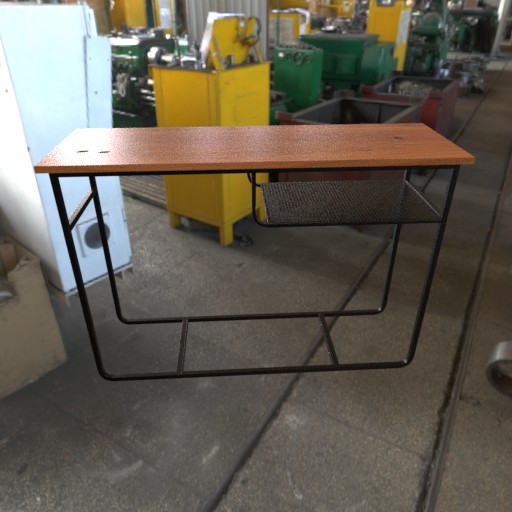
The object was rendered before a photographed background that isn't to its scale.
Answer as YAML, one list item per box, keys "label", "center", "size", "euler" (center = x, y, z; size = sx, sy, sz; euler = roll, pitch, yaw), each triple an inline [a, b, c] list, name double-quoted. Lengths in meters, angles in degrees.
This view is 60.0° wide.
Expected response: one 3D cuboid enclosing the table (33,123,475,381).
- label: "table"
  center: [0.000, 0.000, 1.442]
  size: [1.100, 0.750, 0.350]
  euler: [-2, 31, -3]
